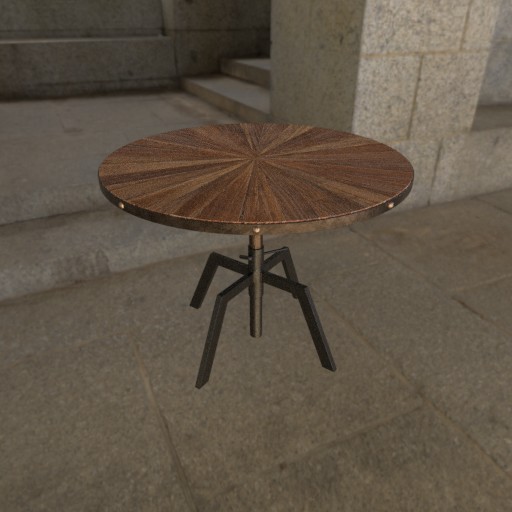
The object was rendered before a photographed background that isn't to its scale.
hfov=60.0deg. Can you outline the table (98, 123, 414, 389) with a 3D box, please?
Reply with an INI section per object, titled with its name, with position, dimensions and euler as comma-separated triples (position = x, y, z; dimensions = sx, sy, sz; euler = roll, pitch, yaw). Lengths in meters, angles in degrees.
[table]
position = 0.000, 0.000, 1.457
dimensions = 0.885, 0.658, 0.885
euler = 0, 30, 0
